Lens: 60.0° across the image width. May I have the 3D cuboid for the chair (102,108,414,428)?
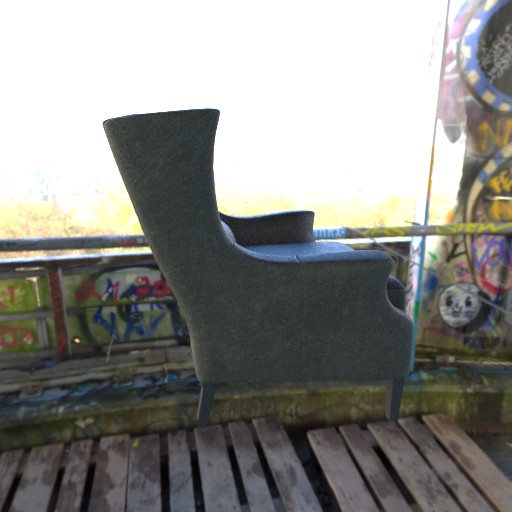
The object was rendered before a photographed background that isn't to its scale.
[{"bbox_3d":[0.000,0.000,1.649,0.926,1.016,0.853,-3,16,-10],"label":"chair"}]
